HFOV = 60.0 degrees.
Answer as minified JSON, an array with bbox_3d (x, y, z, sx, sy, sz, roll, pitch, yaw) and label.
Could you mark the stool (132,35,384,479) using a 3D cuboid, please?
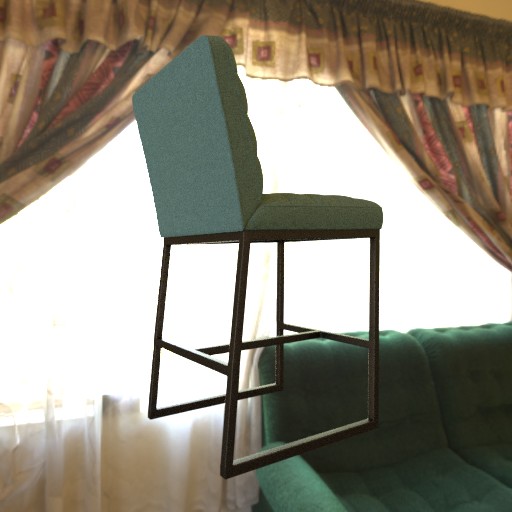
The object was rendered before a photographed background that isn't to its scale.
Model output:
[{"bbox_3d":[0.000,0.000,1.242,0.560,0.940,0.460,0,0,-35],"label":"stool"}]
